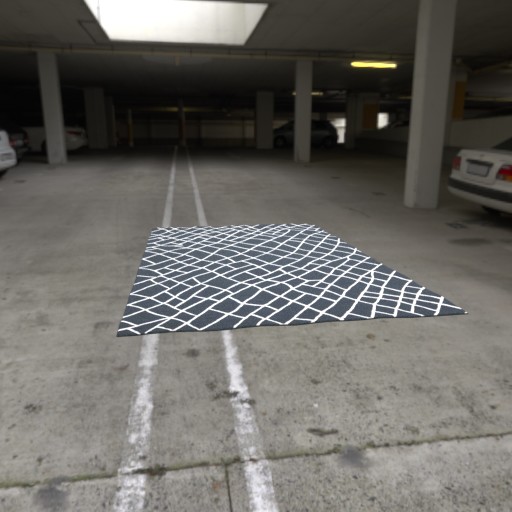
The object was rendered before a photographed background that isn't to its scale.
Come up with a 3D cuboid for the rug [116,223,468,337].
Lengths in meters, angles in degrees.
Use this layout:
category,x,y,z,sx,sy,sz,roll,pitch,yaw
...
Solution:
category,x,y,z,sx,sy,sz,roll,pitch,yaw
rug,0.000,0.000,3.037,1.529,0.017,2.448,-2,14,-9
